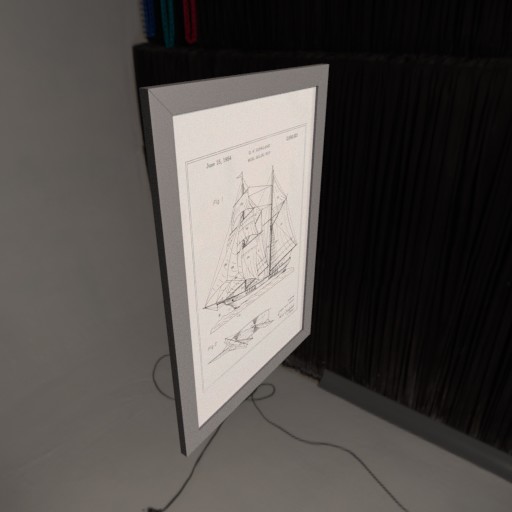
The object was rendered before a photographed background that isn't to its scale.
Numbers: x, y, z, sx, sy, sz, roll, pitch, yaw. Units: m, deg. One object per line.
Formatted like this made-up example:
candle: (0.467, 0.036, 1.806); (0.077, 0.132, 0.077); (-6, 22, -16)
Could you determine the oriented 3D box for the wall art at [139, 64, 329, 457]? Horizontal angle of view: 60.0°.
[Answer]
wall art: (0.000, 0.000, 0.697); (0.013, 0.534, 0.380); (18, 33, 31)
